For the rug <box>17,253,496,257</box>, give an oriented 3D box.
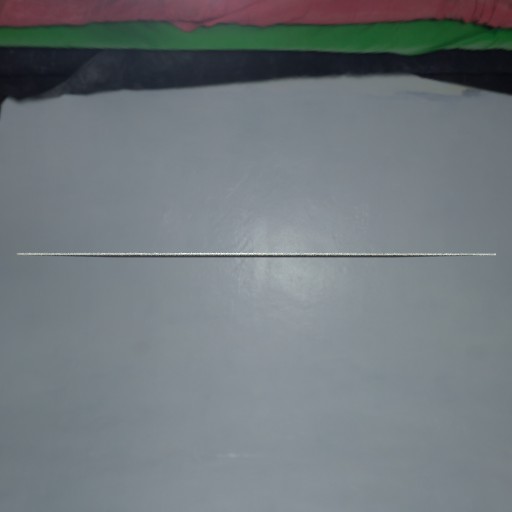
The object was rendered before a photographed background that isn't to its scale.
[{"bbox_3d":[0.000,0.000,2.268,1.813,0.006,1.202,0,-1,-1],"label":"rug"}]
